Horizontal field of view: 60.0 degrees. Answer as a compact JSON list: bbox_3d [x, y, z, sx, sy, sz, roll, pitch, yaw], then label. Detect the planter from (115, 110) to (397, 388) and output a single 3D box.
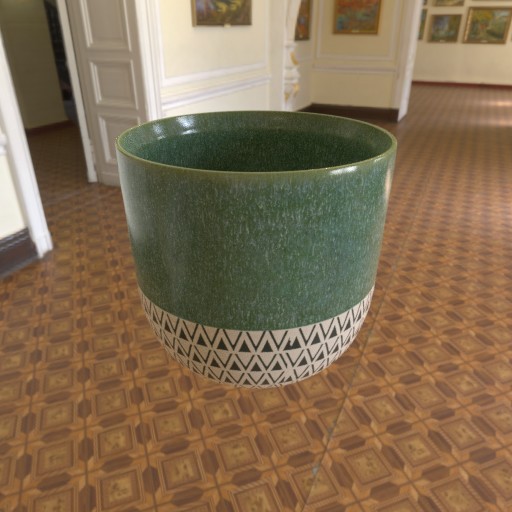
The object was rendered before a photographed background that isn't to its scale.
[{"bbox_3d":[0.000,0.000,0.494,0.266,0.270,0.266,0,27,0],"label":"planter"}]
